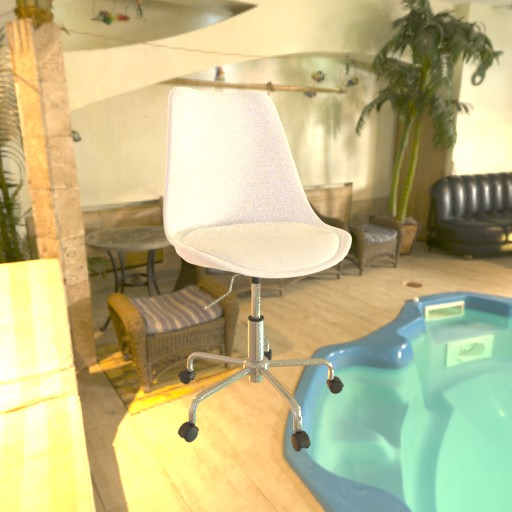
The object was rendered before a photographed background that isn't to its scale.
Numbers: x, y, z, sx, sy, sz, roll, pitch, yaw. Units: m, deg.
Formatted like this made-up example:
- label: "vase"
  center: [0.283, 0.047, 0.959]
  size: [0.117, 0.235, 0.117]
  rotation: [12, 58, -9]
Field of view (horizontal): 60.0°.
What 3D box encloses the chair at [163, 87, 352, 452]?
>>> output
- label: "chair"
  center: [0.000, 0.000, 1.258]
  size: [0.550, 0.930, 0.550]
  rotation: [-8, 17, -26]
